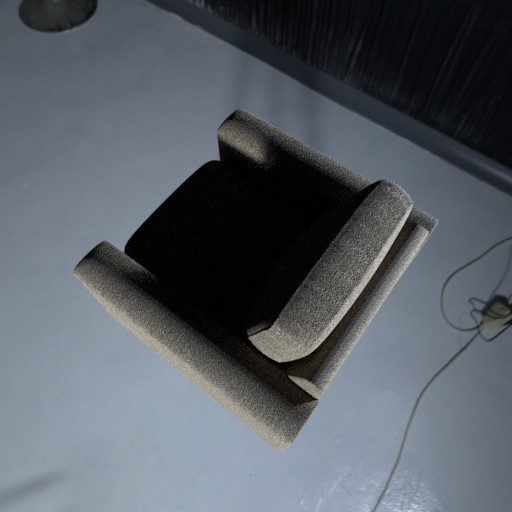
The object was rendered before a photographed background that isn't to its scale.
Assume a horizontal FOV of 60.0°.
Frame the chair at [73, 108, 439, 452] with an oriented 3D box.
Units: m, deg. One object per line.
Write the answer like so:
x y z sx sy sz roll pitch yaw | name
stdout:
0.000 0.000 1.764 1.016 0.873 1.005 34 68 15 | chair
